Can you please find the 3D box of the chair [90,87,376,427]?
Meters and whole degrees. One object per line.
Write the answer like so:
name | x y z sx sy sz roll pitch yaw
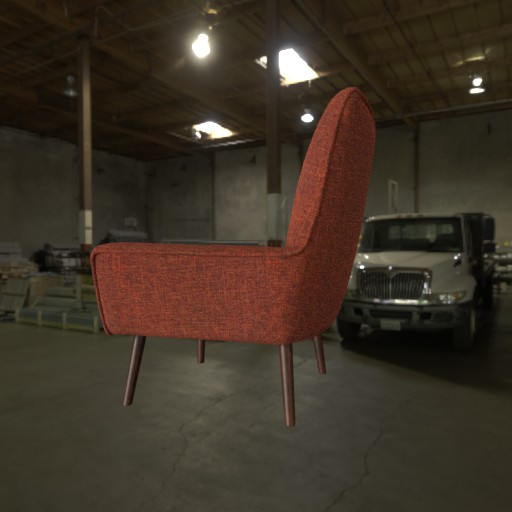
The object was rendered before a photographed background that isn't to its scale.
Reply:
chair | 0.000 0.000 1.510 0.784 0.911 0.803 0 1 18
